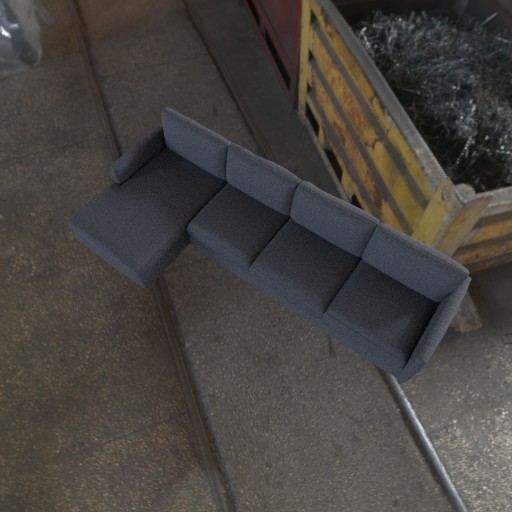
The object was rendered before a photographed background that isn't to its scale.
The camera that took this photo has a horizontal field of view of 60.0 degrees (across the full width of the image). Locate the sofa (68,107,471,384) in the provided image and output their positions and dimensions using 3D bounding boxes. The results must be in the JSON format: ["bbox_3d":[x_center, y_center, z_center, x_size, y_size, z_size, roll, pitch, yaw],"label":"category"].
[{"bbox_3d":[0.000,0.000,2.925,2.445,0.673,1.125,32,65,17],"label":"sofa"}]
